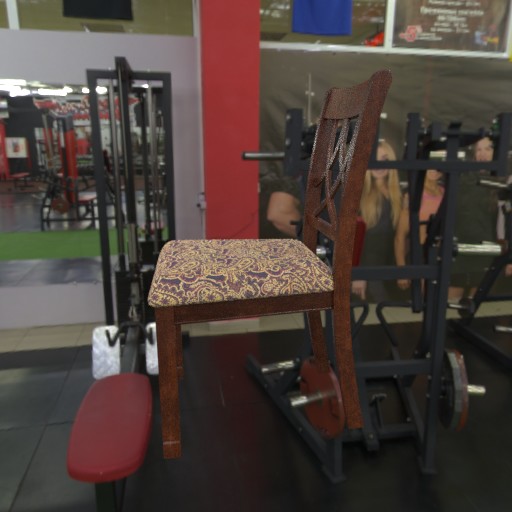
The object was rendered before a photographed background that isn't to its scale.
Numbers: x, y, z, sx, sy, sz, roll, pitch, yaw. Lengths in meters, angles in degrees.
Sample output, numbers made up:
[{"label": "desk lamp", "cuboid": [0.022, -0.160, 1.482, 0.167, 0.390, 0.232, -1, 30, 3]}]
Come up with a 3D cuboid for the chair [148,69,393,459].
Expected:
[{"label": "chair", "cuboid": [0.000, 0.000, 1.287, 0.584, 0.965, 0.457, -2, 15, -8]}]
